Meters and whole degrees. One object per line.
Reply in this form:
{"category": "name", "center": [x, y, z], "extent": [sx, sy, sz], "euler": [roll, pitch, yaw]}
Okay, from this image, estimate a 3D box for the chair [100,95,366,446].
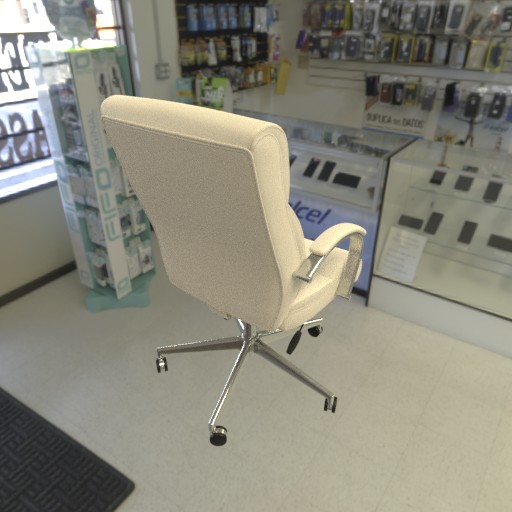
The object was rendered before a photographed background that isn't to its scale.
{"category": "chair", "center": [0.000, 0.000, 1.545], "extent": [0.727, 1.099, 0.745], "euler": [21, 36, 32]}
